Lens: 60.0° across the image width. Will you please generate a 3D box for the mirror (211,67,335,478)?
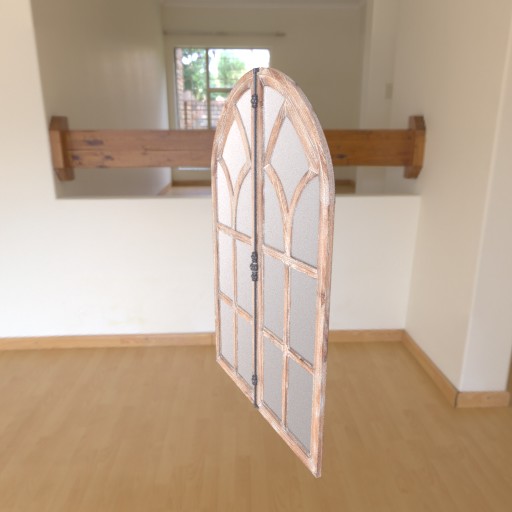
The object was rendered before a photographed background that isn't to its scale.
[{"bbox_3d":[0.000,0.000,1.160,0.032,0.915,0.609,-8,18,-26],"label":"mirror"}]
